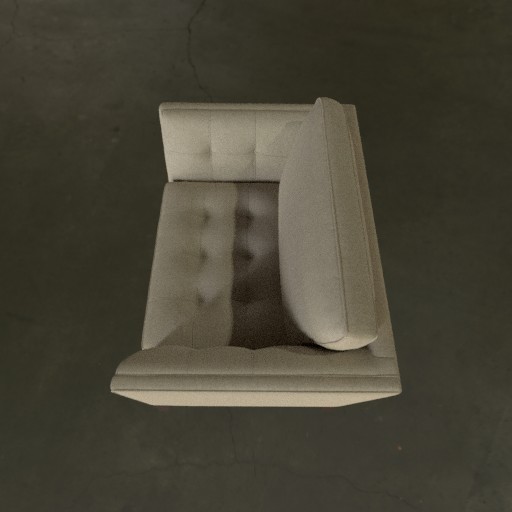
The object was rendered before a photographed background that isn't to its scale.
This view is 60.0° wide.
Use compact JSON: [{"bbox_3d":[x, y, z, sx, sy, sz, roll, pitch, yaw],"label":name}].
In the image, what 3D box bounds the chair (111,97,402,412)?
[{"bbox_3d":[0.000,0.000,2.053,0.965,0.940,1.397,0,59,0],"label":"chair"}]
